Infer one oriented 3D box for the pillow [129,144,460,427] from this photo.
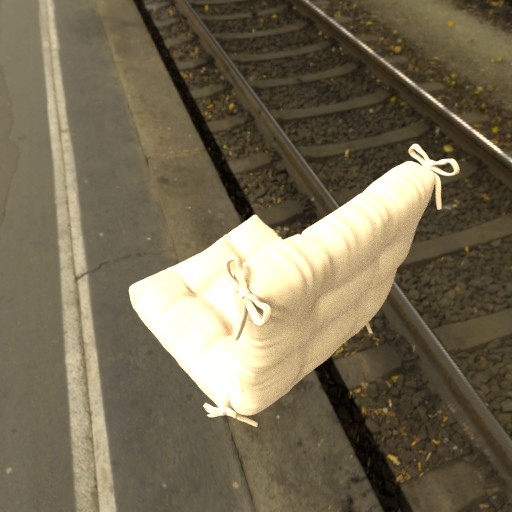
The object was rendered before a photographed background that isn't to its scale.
[{"bbox_3d":[0.000,0.000,1.032,0.519,0.605,0.571,-32,55,-27],"label":"pillow"}]
